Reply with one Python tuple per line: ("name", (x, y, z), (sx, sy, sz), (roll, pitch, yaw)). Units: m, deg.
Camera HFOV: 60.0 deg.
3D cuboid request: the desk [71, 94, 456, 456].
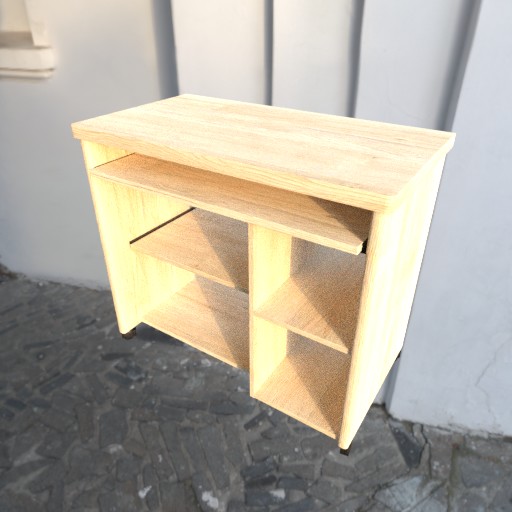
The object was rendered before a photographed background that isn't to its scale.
("desk", (0.000, 0.000, 1.346), (0.885, 0.770, 0.480), (19, 36, 28))
